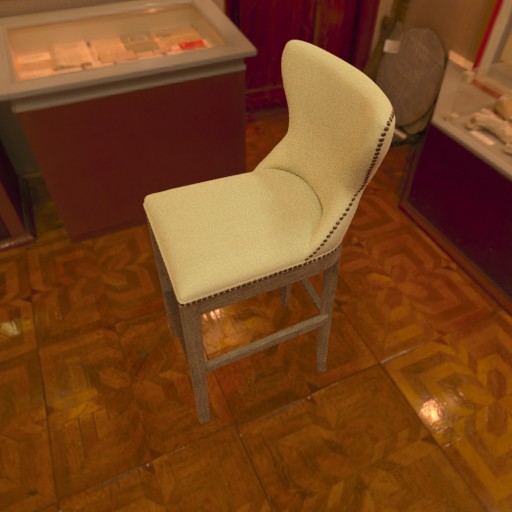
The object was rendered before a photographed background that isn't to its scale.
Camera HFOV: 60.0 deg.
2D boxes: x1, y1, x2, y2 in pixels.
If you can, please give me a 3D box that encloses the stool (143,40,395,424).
[{"bbox_3d":[0.000,0.000,1.418,0.606,1.123,0.494,-16,48,-15],"label":"stool"}]
